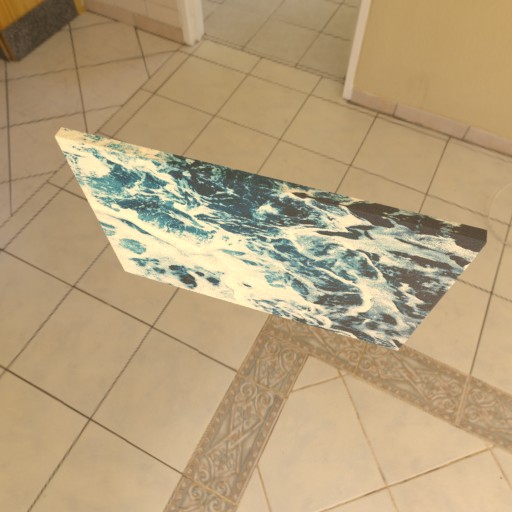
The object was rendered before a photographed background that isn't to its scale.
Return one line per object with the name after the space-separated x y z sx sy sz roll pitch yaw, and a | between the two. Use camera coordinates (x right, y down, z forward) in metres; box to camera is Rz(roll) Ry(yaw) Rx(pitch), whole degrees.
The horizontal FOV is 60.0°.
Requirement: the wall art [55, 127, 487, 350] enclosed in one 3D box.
0.000 0.000 1.941 1.524 1.017 0.055 15 60 9 | wall art
